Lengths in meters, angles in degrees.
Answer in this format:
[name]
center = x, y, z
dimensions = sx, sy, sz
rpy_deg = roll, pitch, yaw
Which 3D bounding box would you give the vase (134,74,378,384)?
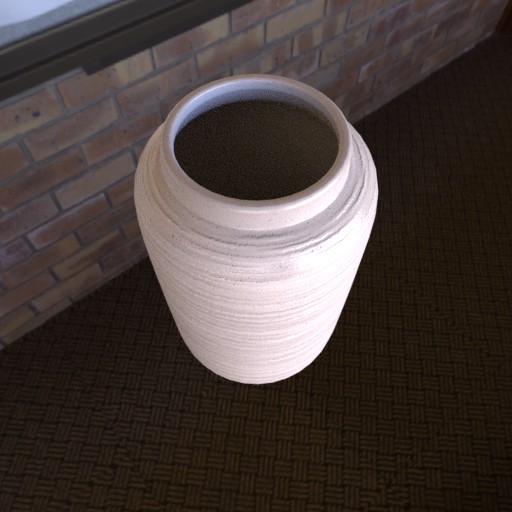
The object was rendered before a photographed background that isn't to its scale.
[vase]
center = 0.000, 0.000, 0.460
dimensions = 0.202, 0.335, 0.202
rpy_deg = 0, 58, 0
